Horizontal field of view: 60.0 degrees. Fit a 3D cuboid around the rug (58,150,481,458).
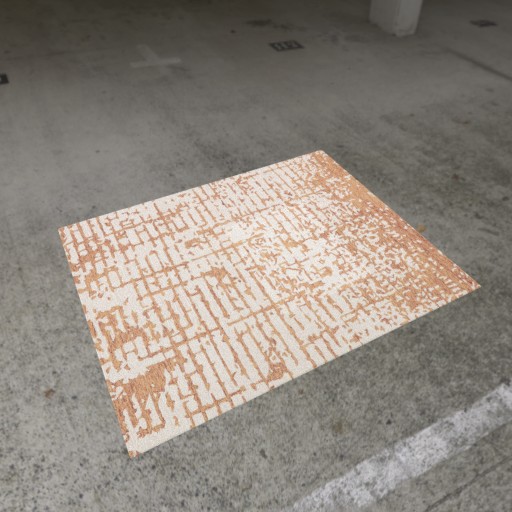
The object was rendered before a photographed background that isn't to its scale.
[{"bbox_3d":[0.000,0.000,4.029,3.050,0.011,2.441,-20,49,-19],"label":"rug"}]
